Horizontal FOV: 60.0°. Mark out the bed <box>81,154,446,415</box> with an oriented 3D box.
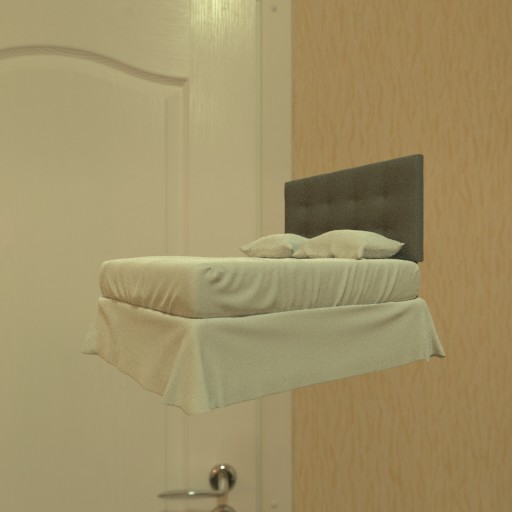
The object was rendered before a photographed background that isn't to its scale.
[{"bbox_3d":[0.000,0.000,3.488,2.222,1.577,1.936,0,0,-35],"label":"bed"}]
